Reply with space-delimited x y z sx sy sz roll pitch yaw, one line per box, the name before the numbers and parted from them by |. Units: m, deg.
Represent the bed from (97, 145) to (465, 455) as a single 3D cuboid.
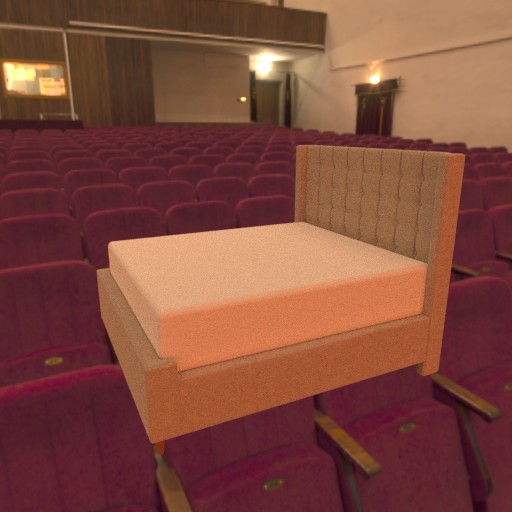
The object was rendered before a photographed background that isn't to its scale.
bed | 0.000 0.000 3.760 2.370 1.743 2.045 -8 18 -25
